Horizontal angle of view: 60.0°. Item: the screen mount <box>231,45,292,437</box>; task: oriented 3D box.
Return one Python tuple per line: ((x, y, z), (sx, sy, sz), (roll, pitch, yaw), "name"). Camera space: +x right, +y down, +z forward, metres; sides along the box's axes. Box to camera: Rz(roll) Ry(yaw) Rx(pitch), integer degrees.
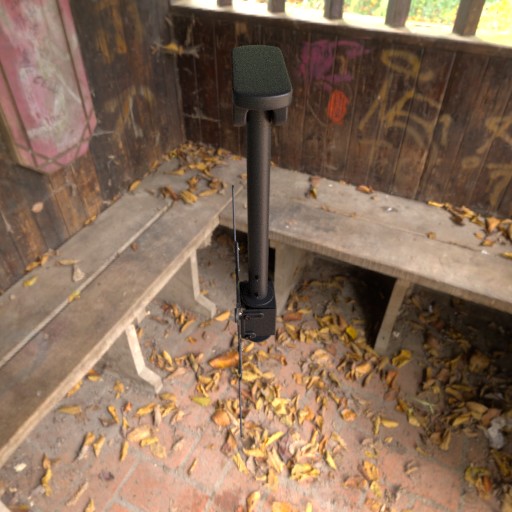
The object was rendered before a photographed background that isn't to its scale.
((0.000, 0.000, 0.882), (0.090, 0.729, 0.393), (-2, 42, -2), "screen mount")
